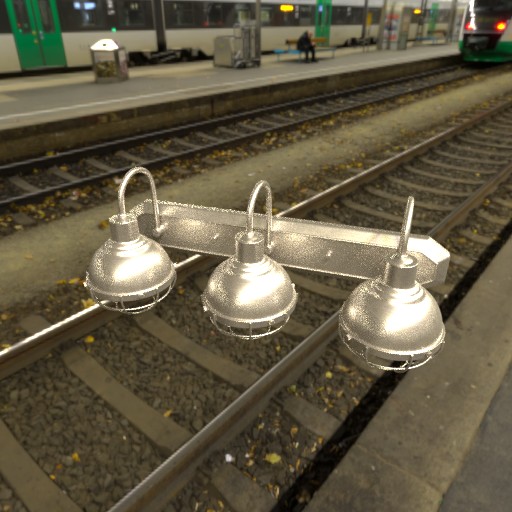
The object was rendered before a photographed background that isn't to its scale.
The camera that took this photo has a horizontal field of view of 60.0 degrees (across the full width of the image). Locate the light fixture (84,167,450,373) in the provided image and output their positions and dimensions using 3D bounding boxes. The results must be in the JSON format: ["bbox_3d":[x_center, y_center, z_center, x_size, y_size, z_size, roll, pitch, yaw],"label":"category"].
[{"bbox_3d":[0.000,0.000,0.765,0.634,0.254,0.229,9,30,16],"label":"light fixture"}]
